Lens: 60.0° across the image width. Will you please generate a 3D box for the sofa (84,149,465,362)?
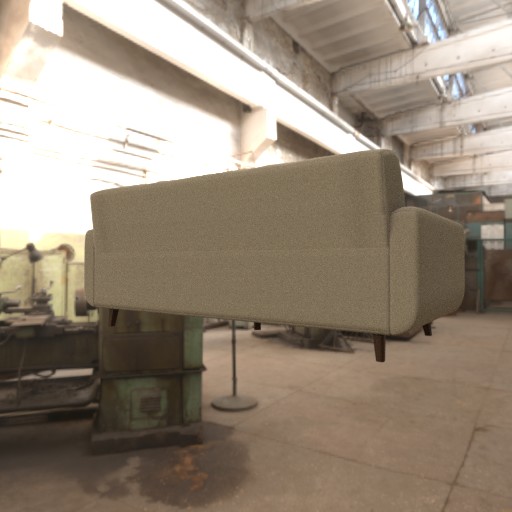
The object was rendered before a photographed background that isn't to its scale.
[{"bbox_3d":[0.000,0.000,2.653,2.137,0.892,0.980,-1,-1,35],"label":"sofa"}]
